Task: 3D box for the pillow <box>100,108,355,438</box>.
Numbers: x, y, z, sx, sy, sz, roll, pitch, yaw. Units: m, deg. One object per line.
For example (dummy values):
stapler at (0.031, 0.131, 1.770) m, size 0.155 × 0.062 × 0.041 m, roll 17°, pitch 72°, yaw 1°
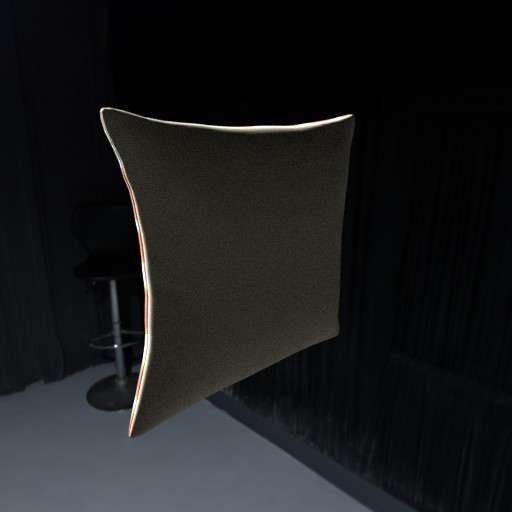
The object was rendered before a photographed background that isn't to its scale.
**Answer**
pillow at (0.000, 0.000, 0.820) m, size 0.552 × 0.508 × 0.166 m, roll -15°, pitch 22°, yaw -41°
